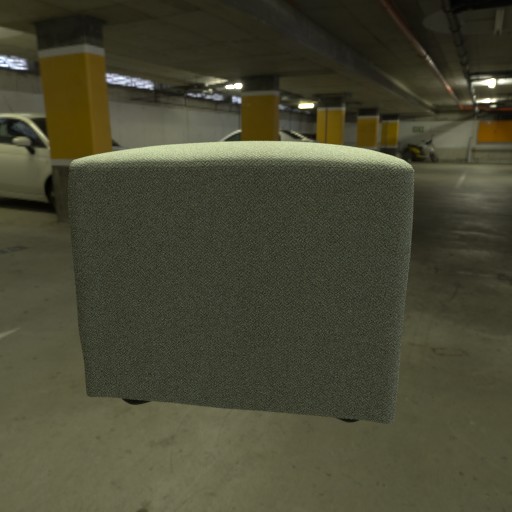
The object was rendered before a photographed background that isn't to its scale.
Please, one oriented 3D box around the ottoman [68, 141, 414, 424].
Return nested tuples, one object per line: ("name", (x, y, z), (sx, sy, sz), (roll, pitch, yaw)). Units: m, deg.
("ottoman", (0.000, 0.000, 0.903), (0.512, 0.453, 0.521), (2, 15, 8))
